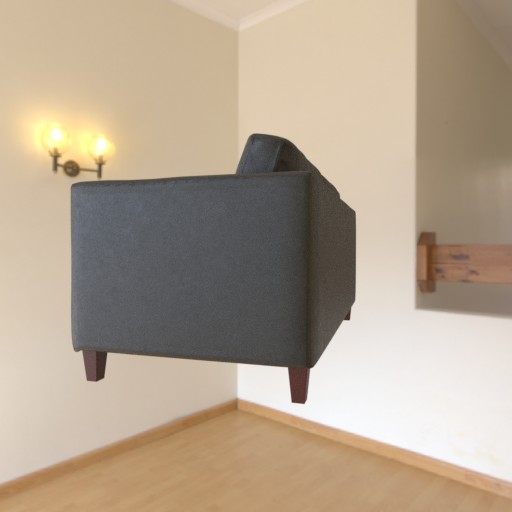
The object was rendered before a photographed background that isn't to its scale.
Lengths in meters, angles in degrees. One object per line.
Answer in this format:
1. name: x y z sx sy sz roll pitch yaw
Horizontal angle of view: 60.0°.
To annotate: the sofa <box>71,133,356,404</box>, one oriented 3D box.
1. sofa: 0.000 0.000 2.417 0.951 0.933 1.883 0 2 17
